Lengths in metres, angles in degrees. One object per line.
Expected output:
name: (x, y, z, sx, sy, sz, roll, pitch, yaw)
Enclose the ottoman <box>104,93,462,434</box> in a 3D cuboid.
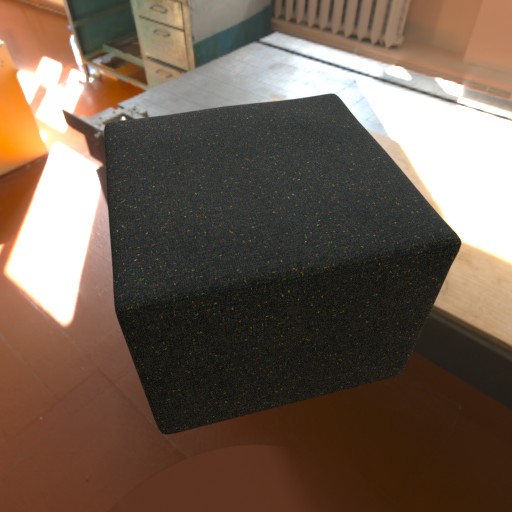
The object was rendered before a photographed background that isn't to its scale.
ottoman: (0.000, 0.000, 0.898, 0.508, 0.432, 0.508, -11, 46, -11)
